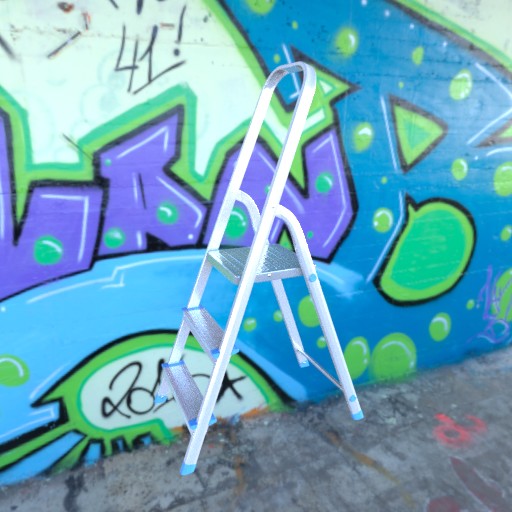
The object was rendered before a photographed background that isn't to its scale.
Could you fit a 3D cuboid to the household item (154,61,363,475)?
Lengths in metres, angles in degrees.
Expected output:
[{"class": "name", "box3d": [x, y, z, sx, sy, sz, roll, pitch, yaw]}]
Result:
[{"class": "household item", "box3d": [0.000, 0.000, 1.503, 0.687, 1.215, 0.420, -7, 19, -23]}]
